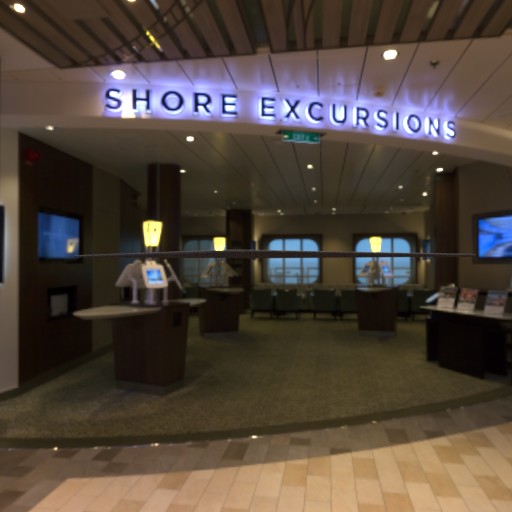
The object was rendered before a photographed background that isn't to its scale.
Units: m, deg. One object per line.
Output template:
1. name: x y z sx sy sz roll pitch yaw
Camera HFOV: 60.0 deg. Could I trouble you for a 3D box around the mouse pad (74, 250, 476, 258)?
1. mouse pad: 0.000 0.000 0.434 0.269 0.002 0.315 1 -1 -37
